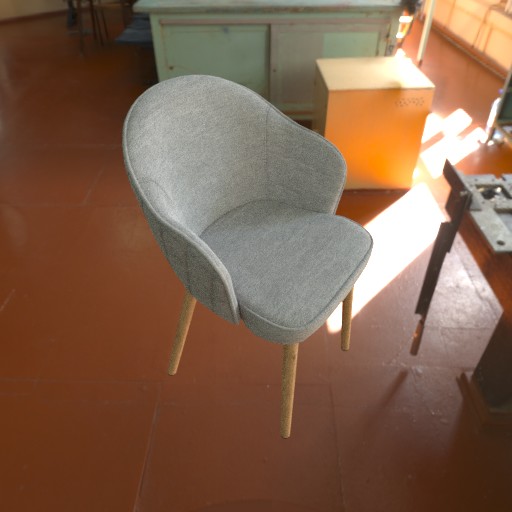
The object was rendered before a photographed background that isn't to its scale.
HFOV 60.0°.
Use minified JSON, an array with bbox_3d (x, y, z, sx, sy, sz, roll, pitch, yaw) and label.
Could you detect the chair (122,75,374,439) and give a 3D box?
[{"bbox_3d":[0.000,0.000,1.159,0.530,0.800,0.540,24,45,26],"label":"chair"}]
